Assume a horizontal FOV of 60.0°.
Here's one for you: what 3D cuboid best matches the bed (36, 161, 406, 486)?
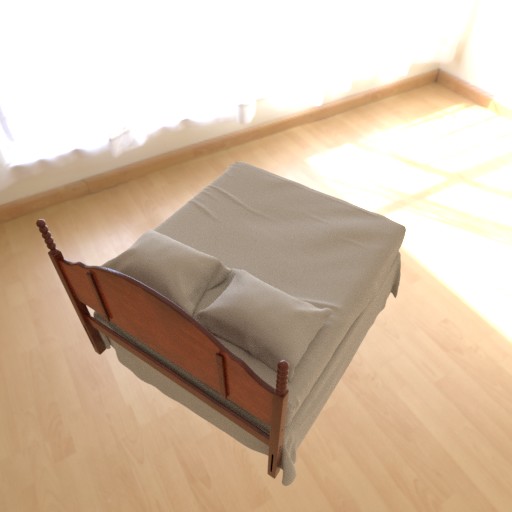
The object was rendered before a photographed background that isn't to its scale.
[{"bbox_3d":[0.000,0.000,3.218,1.873,1.356,2.040,26,52,23],"label":"bed"}]
